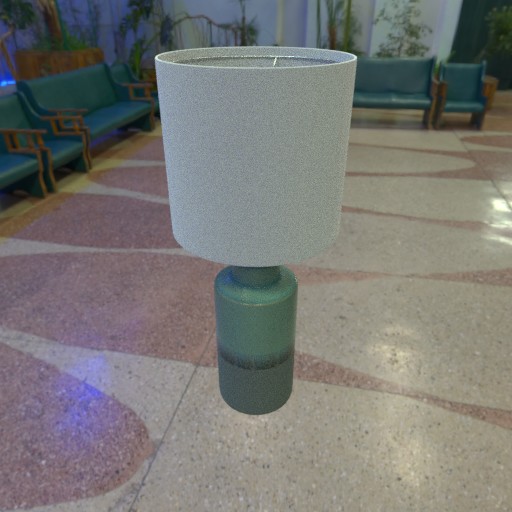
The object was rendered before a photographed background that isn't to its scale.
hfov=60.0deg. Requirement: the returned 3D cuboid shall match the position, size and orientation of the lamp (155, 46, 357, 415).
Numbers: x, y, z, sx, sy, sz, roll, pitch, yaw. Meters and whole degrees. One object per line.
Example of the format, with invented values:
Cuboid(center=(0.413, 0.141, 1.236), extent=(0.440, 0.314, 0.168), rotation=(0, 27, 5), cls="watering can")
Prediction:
Cuboid(center=(0.000, 0.000, 0.594), extent=(0.212, 0.493, 0.212), rotation=(8, 31, 13), cls="lamp")
